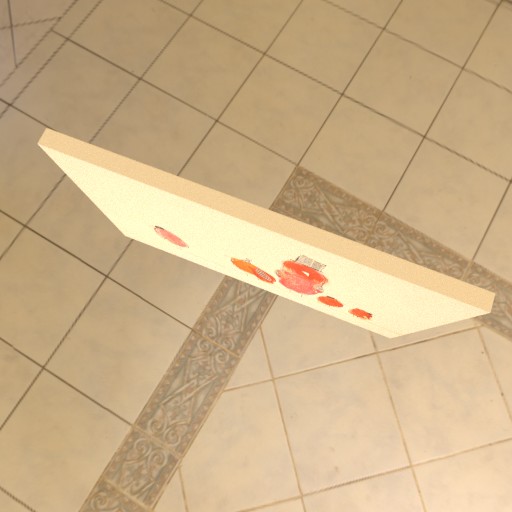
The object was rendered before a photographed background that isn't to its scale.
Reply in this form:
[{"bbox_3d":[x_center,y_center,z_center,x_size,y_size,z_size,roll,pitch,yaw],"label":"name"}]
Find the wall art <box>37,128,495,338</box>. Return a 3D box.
[{"bbox_3d":[0.000,0.000,1.133,0.914,0.609,0.038,21,76,5],"label":"wall art"}]
